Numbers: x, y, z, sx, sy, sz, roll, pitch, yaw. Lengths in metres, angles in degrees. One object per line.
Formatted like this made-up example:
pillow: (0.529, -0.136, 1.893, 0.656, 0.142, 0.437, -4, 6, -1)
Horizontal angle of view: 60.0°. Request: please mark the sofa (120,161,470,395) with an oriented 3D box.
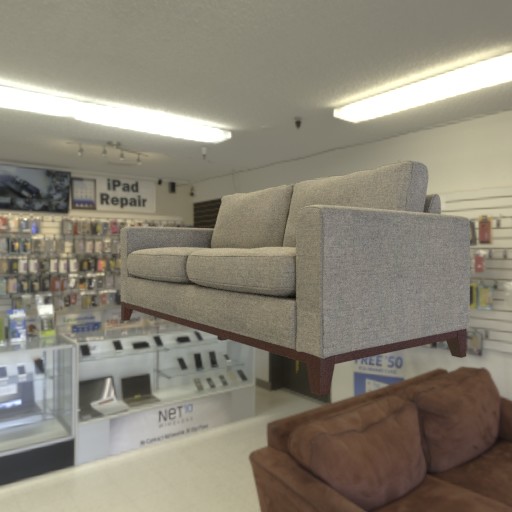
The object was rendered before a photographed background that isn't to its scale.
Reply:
sofa: (0.000, 0.000, 2.502, 0.969, 0.892, 1.978, -1, 1, -36)
